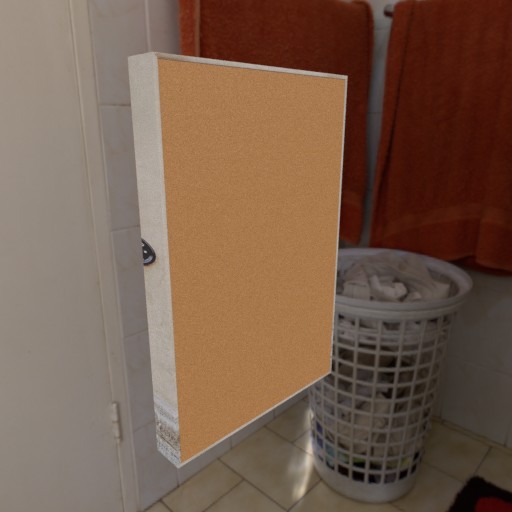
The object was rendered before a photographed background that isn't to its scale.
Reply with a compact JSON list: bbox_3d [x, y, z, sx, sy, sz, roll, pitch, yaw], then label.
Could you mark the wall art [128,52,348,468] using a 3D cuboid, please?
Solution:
[{"bbox_3d":[0.000,0.000,0.485,0.254,0.381,0.038,-16,23,-42],"label":"wall art"}]
